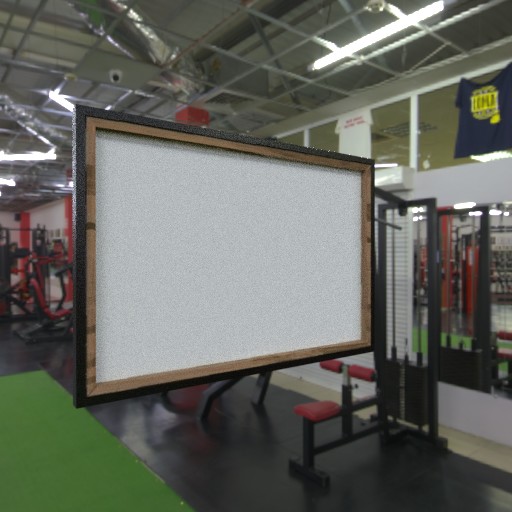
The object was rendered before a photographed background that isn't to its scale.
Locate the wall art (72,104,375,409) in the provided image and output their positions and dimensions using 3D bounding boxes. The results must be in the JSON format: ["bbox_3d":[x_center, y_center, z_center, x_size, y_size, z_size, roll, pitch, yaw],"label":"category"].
[{"bbox_3d":[0.000,0.000,0.846,0.659,0.446,0.022,0,0,-35],"label":"wall art"}]
